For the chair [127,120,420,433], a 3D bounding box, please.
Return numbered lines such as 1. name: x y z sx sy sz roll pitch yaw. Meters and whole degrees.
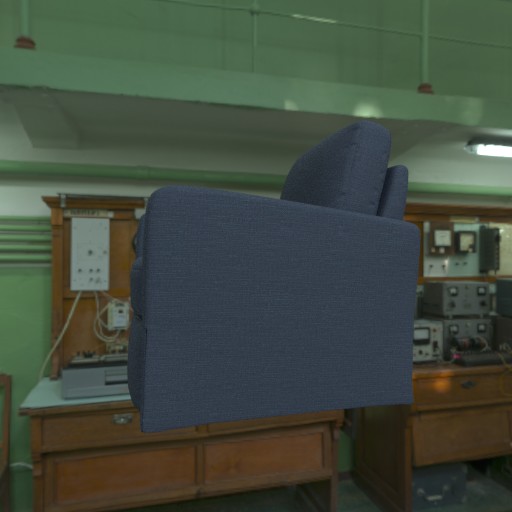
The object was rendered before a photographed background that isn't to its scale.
1. chair: 0.000 0.000 1.545 0.863 0.855 0.798 0 0 -17
